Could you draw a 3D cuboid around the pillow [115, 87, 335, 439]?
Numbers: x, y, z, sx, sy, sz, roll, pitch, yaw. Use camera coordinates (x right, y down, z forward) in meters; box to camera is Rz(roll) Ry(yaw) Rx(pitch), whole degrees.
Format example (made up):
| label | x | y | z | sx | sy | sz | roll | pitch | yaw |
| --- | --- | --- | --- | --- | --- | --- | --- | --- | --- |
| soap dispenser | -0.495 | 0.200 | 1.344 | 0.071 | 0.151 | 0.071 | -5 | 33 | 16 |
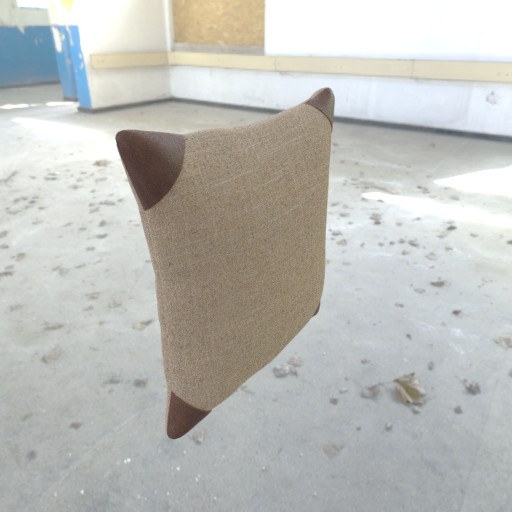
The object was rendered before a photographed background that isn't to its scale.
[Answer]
| label | x | y | z | sx | sy | sz | roll | pitch | yaw |
| --- | --- | --- | --- | --- | --- | --- | --- | --- | --- |
| pillow | 0.000 | 0.000 | 0.680 | 0.147 | 0.448 | 0.437 | 18 | 33 | 31 |
